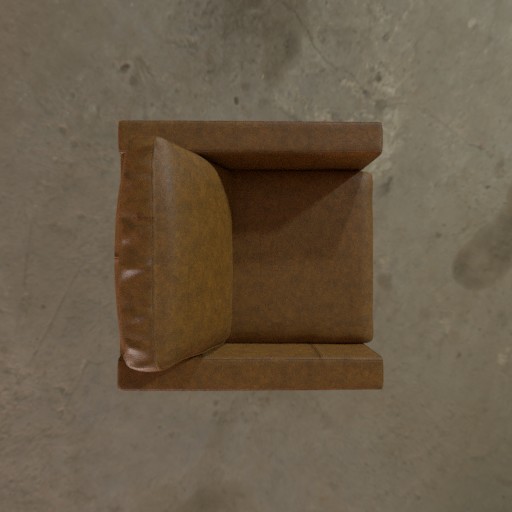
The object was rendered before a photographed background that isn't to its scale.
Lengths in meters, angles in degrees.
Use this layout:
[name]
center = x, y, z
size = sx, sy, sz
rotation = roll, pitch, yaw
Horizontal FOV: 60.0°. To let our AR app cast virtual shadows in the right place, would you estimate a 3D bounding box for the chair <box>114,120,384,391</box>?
[chair]
center = 0.000, 0.000, 1.659
size = 0.909, 0.956, 0.890
rotation = 0, 89, -1
